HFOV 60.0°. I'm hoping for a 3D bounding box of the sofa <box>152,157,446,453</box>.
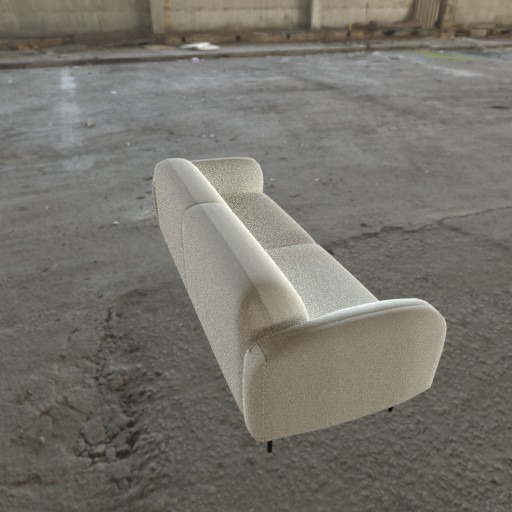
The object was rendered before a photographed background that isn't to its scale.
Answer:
[{"bbox_3d":[0.000,0.000,2.639,0.870,0.780,2.280,-11,32,-18],"label":"sofa"}]
